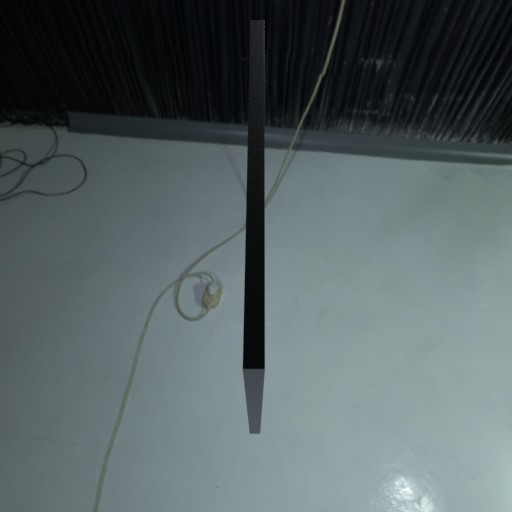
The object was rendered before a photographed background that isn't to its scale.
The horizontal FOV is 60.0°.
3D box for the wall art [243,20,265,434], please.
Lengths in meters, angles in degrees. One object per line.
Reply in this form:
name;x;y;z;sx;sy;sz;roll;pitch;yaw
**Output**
wall art;0.000;0.000;1.145;0.031;0.775;0.773;0;62;0
